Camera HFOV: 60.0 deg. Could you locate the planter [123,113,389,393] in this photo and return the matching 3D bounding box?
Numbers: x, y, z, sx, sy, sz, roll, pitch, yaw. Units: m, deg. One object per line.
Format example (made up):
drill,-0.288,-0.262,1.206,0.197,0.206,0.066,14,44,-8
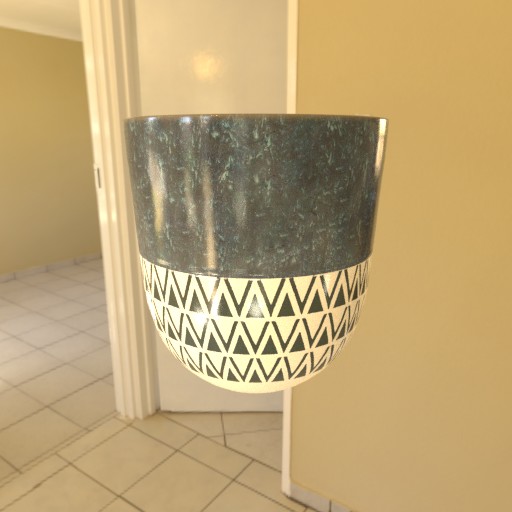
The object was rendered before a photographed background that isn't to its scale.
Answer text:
planter,0.000,0.000,0.365,0.195,0.214,0.195,0,15,0
